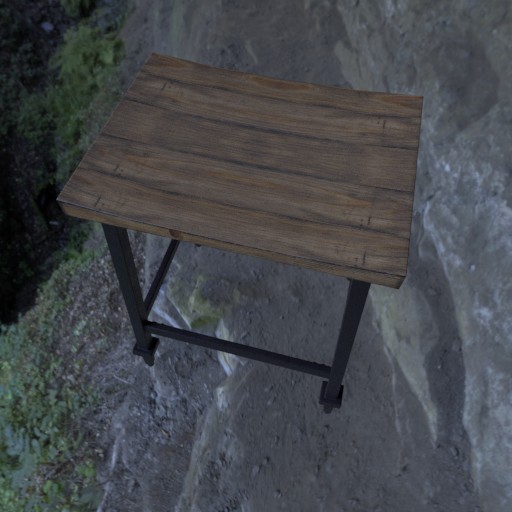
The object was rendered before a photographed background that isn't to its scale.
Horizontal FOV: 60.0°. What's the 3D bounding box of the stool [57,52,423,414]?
[{"bbox_3d":[0.000,0.000,0.922,0.486,0.625,0.405,13,58,8],"label":"stool"}]
